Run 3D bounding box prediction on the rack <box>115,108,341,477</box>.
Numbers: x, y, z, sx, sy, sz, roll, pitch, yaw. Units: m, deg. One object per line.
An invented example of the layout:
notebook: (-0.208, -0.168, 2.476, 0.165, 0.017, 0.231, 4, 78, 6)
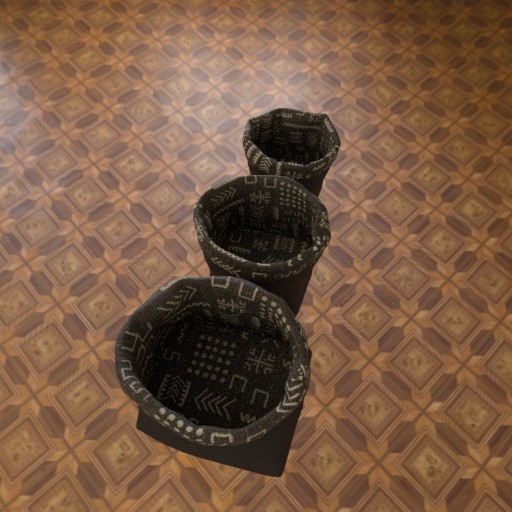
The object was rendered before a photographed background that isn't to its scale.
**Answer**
rack: (0.000, 0.000, 1.064, 0.379, 0.323, 0.905, 13, 64, 7)
